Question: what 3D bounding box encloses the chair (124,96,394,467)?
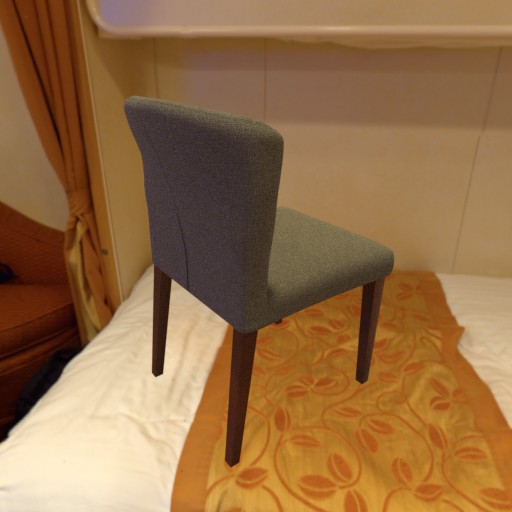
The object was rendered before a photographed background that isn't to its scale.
[{"bbox_3d":[0.000,0.000,1.198,0.589,0.839,0.491,-18,30,-33],"label":"chair"}]
